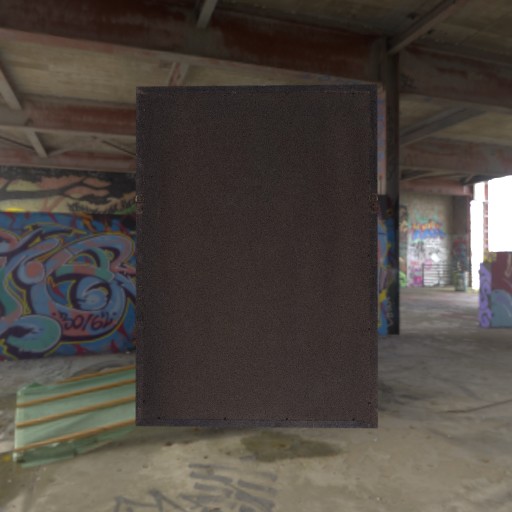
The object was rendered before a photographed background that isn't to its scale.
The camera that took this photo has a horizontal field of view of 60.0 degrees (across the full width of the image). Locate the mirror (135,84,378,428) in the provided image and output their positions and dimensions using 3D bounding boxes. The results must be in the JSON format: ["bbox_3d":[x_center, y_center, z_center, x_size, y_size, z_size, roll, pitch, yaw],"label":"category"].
[{"bbox_3d":[0.000,0.000,1.299,0.705,0.996,0.025,0,0,1],"label":"mirror"}]
